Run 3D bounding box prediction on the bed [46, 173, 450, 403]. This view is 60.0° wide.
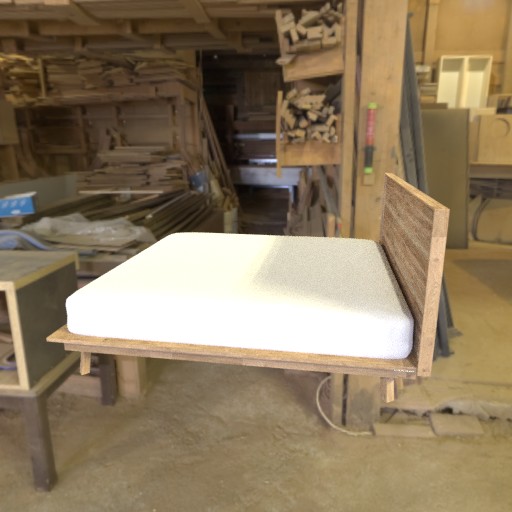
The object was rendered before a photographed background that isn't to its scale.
[{"bbox_3d":[0.000,0.000,3.347,2.167,1.100,2.116,3,15,9],"label":"bed"}]
